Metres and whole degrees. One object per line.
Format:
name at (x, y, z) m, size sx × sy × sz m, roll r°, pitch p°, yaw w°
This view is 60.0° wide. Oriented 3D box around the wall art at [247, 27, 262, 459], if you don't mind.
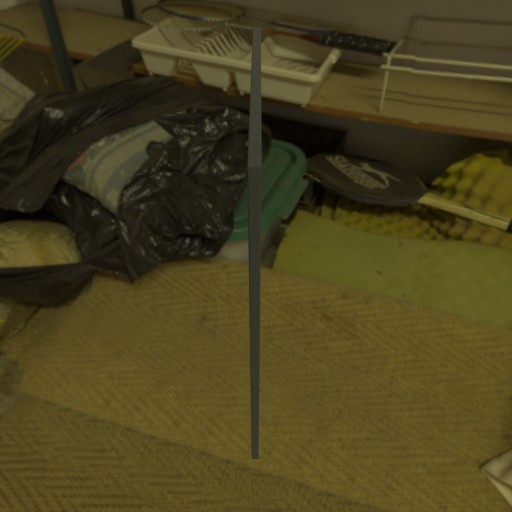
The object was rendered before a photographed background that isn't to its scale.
wall art at (0.000, 0.000, 0.662) m, size 0.012 × 0.529 × 0.374 m, roll 0°, pitch 42°, yaw 0°
